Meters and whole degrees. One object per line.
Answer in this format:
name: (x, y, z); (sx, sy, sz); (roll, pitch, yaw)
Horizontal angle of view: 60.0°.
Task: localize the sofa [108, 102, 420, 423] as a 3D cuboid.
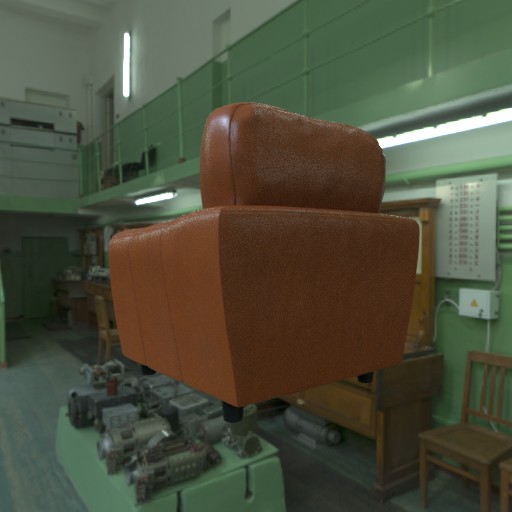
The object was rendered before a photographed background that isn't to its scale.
sofa: (0.000, 0.000, 1.574); (0.836, 0.876, 0.789); (-1, 2, -38)
